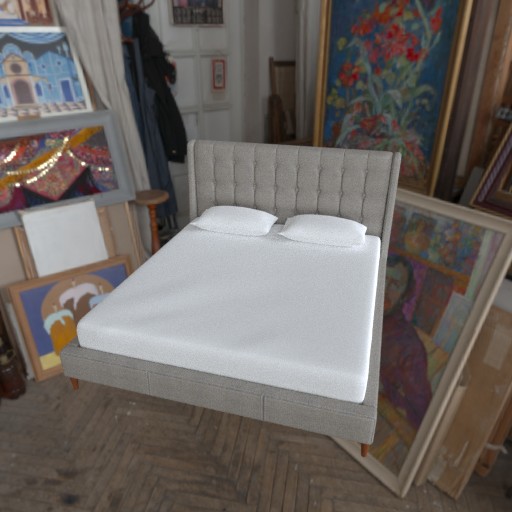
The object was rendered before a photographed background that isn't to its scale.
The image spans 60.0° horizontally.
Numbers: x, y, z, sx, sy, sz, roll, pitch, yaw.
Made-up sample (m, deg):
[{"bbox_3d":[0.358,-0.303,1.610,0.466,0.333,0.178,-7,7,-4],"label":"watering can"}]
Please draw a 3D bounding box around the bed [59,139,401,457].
[{"bbox_3d":[0.000,0.000,3.549,2.062,1.289,2.342,7,27,15],"label":"bed"}]
